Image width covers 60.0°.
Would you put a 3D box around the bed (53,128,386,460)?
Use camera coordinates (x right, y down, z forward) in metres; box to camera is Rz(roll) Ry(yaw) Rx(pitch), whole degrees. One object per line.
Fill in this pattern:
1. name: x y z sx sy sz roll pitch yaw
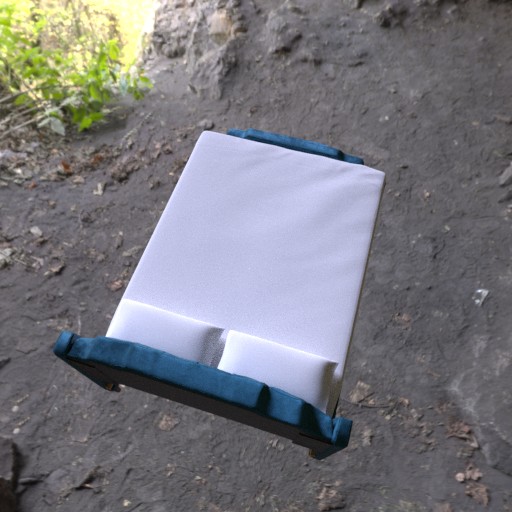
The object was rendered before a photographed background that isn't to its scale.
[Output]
1. bed: 0.000 0.000 3.277 1.678 1.338 2.322 15 63 8
